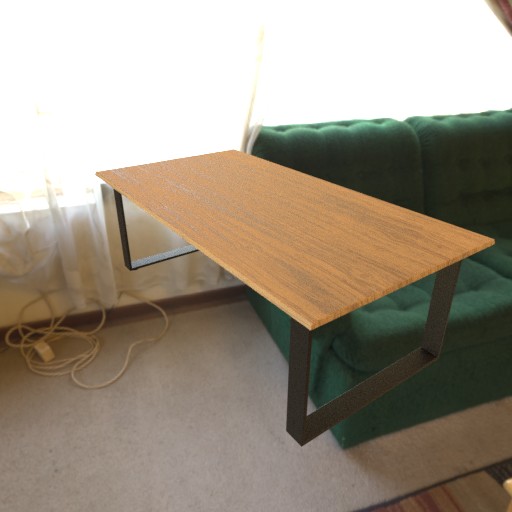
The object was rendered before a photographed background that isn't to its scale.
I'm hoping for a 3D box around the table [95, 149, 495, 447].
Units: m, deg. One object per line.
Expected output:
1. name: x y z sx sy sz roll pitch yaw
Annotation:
1. table: 0.000 0.000 1.637 0.693 0.445 1.331 -18 32 -32
